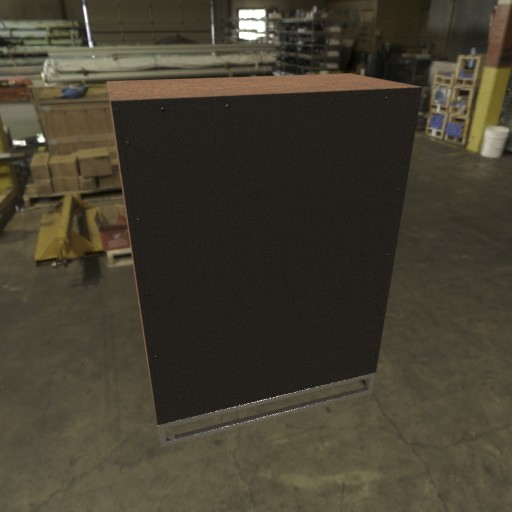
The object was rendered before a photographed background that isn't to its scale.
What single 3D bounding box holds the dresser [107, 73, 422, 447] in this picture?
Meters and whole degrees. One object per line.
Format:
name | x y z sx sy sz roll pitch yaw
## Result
dresser | 0.000 0.000 1.812 0.965 1.321 0.508 -8 29 -16
